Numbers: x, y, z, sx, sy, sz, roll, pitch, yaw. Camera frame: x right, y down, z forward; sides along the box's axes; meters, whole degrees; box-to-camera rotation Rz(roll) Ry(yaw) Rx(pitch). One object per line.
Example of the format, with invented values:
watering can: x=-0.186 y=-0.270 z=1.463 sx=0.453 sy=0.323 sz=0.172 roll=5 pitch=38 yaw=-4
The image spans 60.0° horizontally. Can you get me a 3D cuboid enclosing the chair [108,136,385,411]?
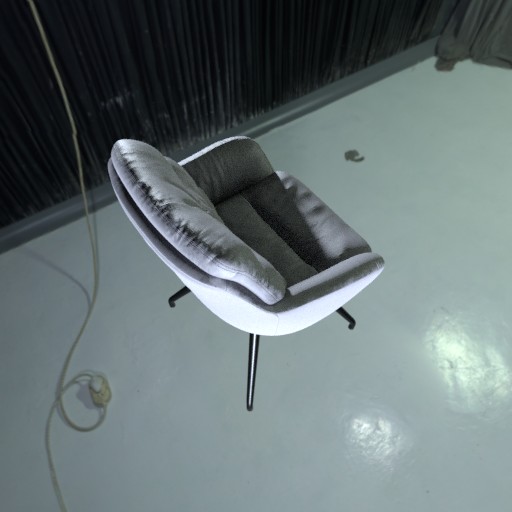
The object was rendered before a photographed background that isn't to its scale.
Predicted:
chair: x=0.000 y=0.000 z=1.264 sx=0.569 sy=0.888 sz=0.579 roll=-34 pitch=64 yaw=-19
